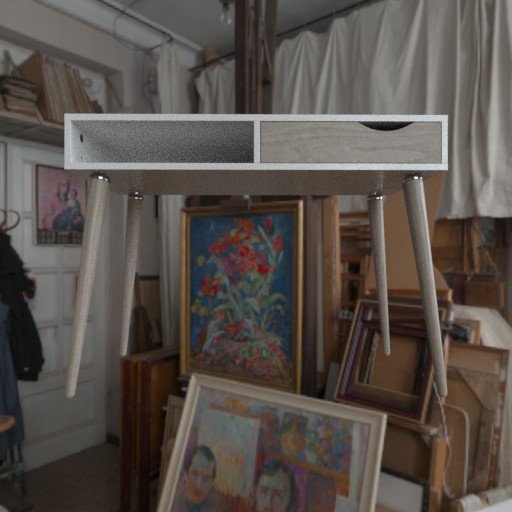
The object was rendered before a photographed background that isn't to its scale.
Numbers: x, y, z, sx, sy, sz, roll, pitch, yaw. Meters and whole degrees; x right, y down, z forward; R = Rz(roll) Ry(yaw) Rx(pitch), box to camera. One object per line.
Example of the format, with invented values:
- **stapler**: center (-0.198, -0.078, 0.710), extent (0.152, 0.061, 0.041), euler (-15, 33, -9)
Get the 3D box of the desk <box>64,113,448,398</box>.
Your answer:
- **desk**: center (0.000, 0.000, 1.366), extent (0.979, 0.723, 0.491), euler (0, 0, -1)
